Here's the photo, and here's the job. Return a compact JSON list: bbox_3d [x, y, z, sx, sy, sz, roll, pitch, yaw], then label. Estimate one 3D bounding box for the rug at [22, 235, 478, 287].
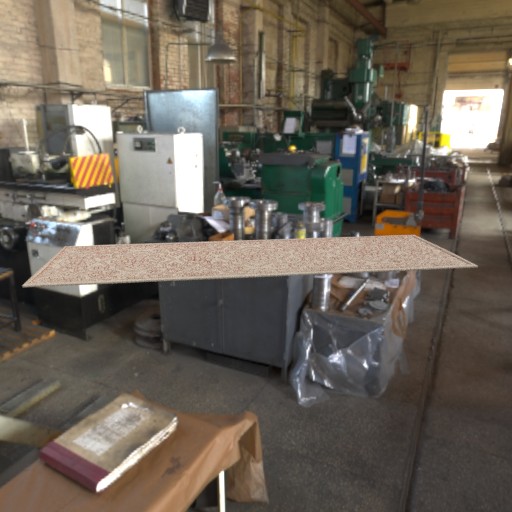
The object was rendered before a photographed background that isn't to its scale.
[{"bbox_3d":[0.000,0.000,2.713,2.448,0.012,0.769,-2,16,-7],"label":"rug"}]
